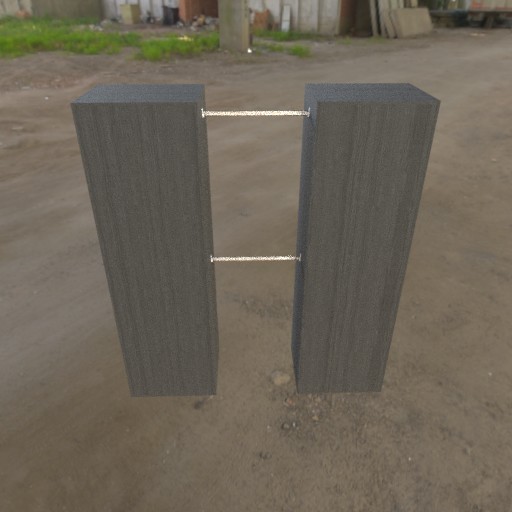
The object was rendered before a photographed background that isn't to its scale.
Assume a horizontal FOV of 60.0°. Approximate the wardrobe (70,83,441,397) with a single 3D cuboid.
[{"bbox_3d":[0.000,0.000,2.834,1.770,2.000,0.480,-1,31,-1],"label":"wardrobe"}]
